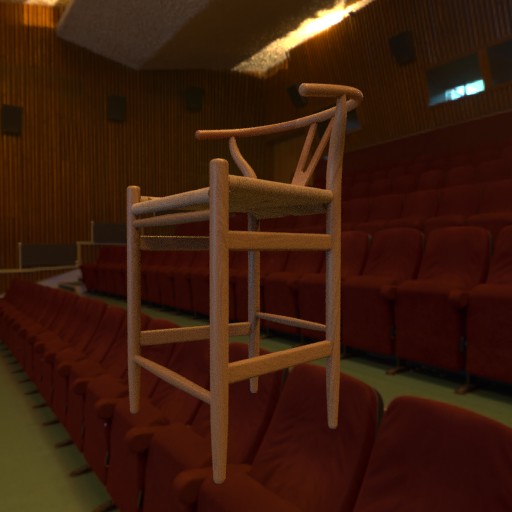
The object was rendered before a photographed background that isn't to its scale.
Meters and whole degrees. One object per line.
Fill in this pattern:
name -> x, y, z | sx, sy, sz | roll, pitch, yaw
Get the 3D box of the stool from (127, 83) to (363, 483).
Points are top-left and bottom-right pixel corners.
stool -> 0.000, 0.000, 1.265 | 0.575, 0.923, 0.536 | -1, 1, -36
